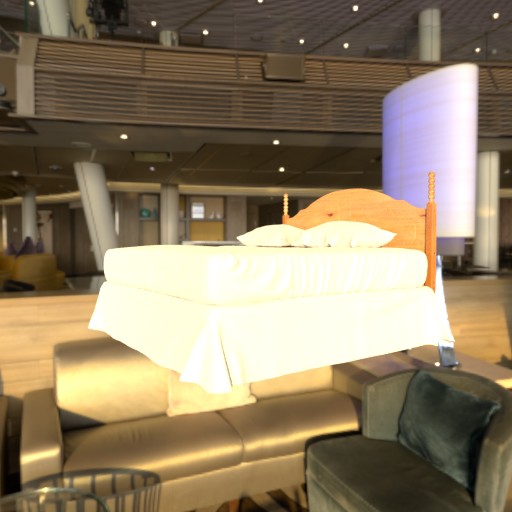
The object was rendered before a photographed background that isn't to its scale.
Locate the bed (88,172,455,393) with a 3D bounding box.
[{"bbox_3d":[0.000,0.000,3.711,2.219,1.355,2.322,-1,2,-35],"label":"bed"}]
